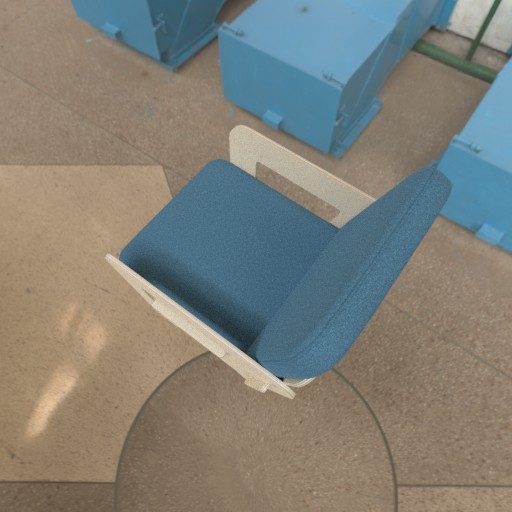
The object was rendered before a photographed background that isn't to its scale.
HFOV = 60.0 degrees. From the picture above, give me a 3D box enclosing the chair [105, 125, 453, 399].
[{"bbox_3d":[0.000,0.000,1.183,0.657,0.747,0.547,33,68,16],"label":"chair"}]
